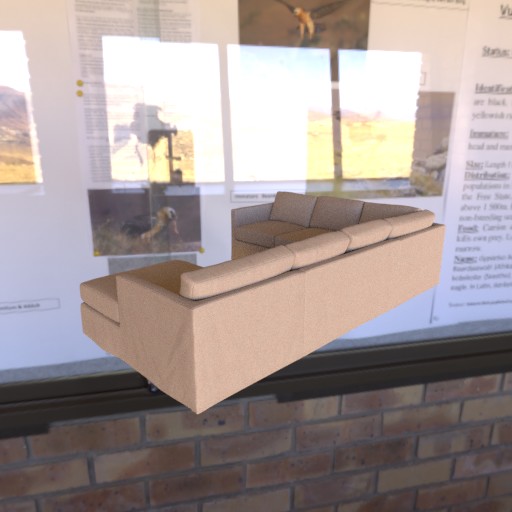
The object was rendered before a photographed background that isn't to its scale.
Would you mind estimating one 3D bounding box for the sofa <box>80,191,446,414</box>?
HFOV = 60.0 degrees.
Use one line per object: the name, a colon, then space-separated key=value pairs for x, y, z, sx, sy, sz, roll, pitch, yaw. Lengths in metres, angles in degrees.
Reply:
sofa: x=0.000 y=0.000 z=4.559 sx=3.460 sy=0.882 sz=2.427 roll=-15 pitch=21 yaw=-43
